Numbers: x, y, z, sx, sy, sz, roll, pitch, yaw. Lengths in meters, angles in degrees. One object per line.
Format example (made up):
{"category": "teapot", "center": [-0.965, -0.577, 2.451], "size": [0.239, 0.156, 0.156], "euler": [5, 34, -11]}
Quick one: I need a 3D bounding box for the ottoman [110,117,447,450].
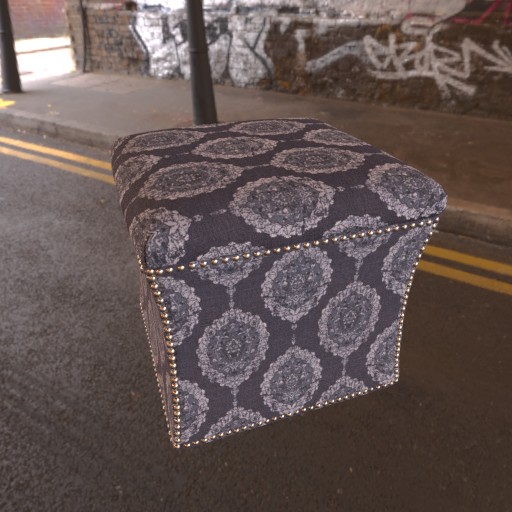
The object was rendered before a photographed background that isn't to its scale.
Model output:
{"category": "ottoman", "center": [0.000, 0.000, 0.927], "size": [0.507, 0.475, 0.497], "euler": [-11, 33, -17]}
